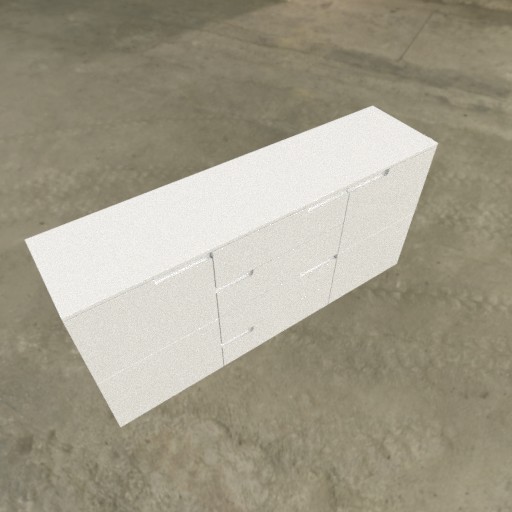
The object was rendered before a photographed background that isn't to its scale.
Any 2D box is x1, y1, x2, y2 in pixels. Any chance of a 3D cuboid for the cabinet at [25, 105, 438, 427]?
[{"bbox_3d":[0.000,0.000,2.017,1.650,0.800,0.400,-26,52,-23],"label":"cabinet"}]
